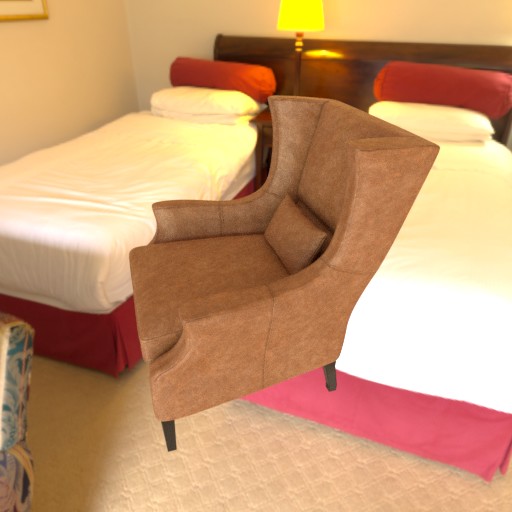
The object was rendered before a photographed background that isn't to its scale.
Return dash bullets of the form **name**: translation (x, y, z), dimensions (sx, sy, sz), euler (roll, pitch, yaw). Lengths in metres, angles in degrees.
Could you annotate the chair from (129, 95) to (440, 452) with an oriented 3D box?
- **chair**: translation (0.000, 0.000, 1.677), dimensions (0.926, 1.016, 0.853), euler (-9, 32, -15)
